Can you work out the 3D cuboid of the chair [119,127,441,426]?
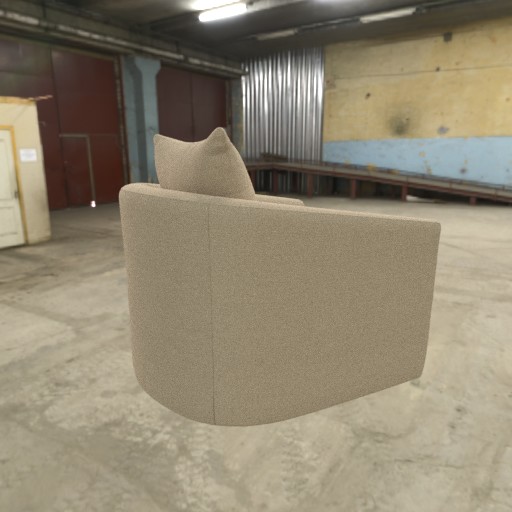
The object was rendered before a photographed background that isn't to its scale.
[{"bbox_3d":[0.000,0.000,1.583,0.910,0.848,0.845,-7,14,-28],"label":"chair"}]
